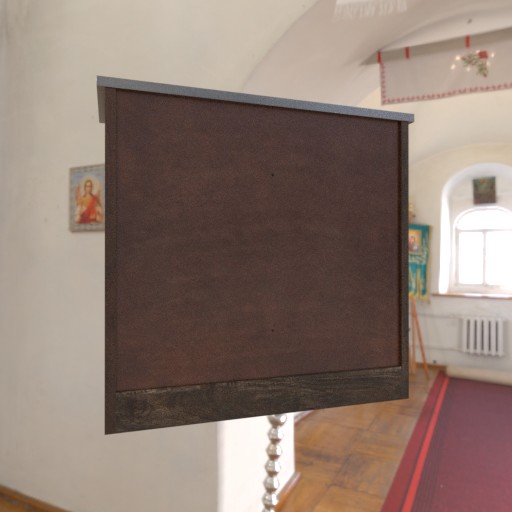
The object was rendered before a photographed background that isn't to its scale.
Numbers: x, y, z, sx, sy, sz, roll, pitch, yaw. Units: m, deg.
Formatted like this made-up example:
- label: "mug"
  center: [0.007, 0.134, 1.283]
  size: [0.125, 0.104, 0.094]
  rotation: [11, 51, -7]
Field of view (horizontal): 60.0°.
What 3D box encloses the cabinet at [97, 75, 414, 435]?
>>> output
- label: "cabinet"
  center: [0.000, 0.000, 1.440]
  size: [0.968, 0.919, 0.338]
  rotation: [0, 0, -18]
